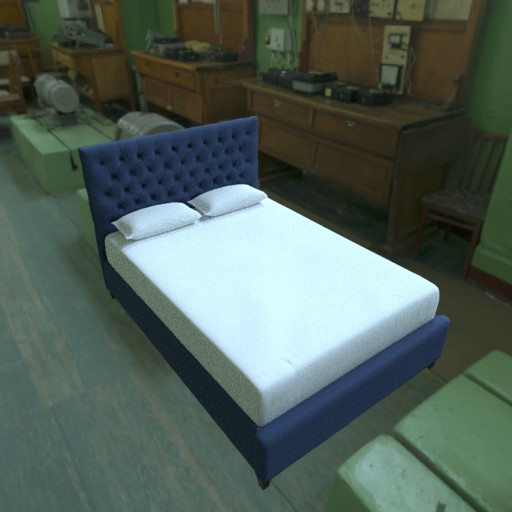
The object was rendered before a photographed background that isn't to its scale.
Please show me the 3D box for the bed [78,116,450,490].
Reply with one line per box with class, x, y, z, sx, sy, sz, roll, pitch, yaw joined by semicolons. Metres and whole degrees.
bed;0.000;0.000;3.381;1.706;1.427;2.387;-21;37;-31
